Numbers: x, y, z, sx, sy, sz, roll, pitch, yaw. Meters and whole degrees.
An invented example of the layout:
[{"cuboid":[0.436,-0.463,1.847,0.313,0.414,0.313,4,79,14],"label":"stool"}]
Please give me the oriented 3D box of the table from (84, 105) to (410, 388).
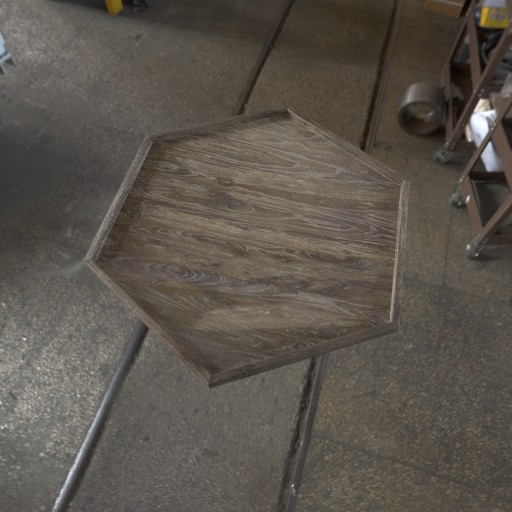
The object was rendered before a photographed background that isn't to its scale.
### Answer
[{"cuboid":[0.000,0.000,1.663,1.115,0.488,0.966,-15,60,-9],"label":"table"}]
